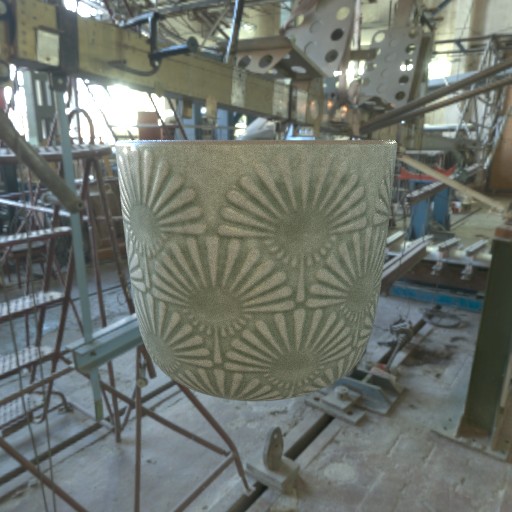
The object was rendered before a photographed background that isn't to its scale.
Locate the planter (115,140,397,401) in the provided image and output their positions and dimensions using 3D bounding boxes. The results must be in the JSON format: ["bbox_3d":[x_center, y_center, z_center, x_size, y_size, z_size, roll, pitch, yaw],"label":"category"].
[{"bbox_3d":[0.000,0.000,0.216,0.124,0.109,0.124,0,14,0],"label":"planter"}]
